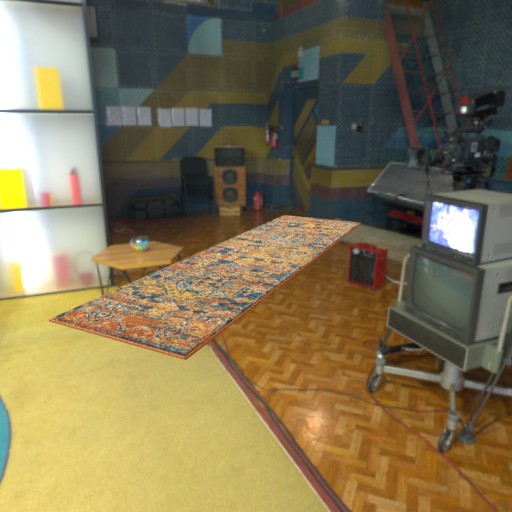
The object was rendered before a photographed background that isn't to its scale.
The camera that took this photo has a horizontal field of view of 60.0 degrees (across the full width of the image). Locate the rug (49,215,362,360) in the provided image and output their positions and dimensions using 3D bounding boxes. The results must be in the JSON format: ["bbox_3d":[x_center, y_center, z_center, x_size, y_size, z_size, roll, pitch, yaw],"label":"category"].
[{"bbox_3d":[0.000,0.000,2.544,0.651,0.016,2.274,8,19,26],"label":"rug"}]
